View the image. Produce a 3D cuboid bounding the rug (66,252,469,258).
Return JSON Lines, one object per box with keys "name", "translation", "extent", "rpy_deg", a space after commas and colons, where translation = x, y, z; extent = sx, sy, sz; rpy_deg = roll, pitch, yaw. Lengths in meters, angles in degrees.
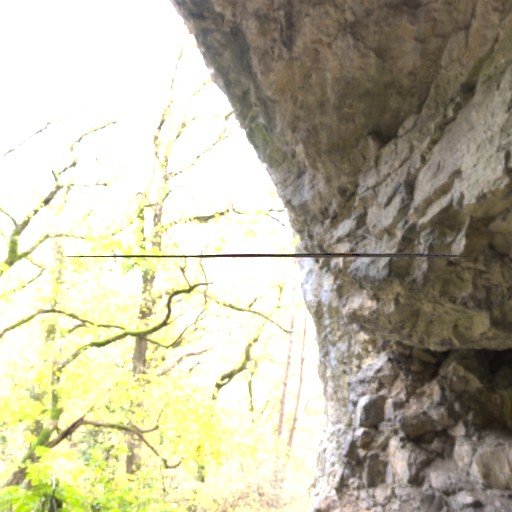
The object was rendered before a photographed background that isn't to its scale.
{"name": "rug", "translation": [0.000, 0.000, 2.276], "extent": [1.849, 0.013, 1.084], "rpy_deg": [0, -1, 36]}
